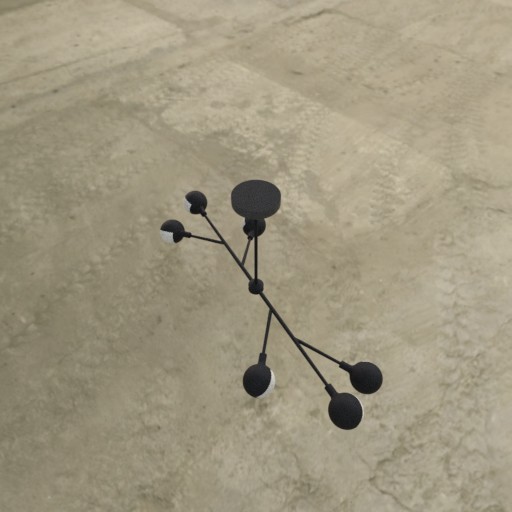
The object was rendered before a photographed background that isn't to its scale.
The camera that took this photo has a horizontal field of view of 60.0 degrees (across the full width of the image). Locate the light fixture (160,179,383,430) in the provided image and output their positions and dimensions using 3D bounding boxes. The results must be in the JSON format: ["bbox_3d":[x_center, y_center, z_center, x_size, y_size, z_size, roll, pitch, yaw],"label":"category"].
[{"bbox_3d":[0.000,0.000,1.025,0.434,0.362,0.778,-10,48,-9],"label":"light fixture"}]
